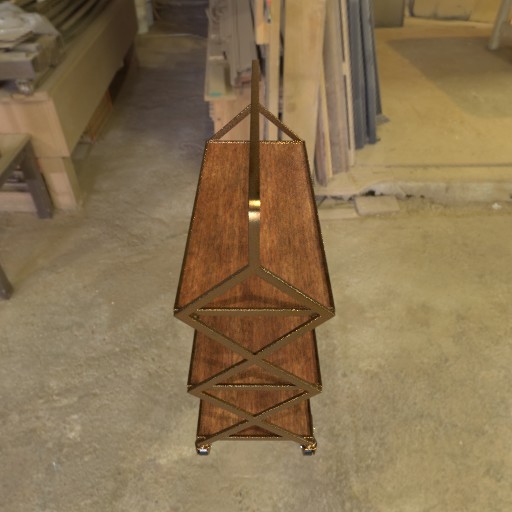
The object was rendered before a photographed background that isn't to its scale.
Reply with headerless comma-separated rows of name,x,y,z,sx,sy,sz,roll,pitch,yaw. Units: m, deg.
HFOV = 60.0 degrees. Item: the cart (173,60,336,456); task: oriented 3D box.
cart,0.000,0.000,1.169,0.313,0.805,0.723,0,41,0
